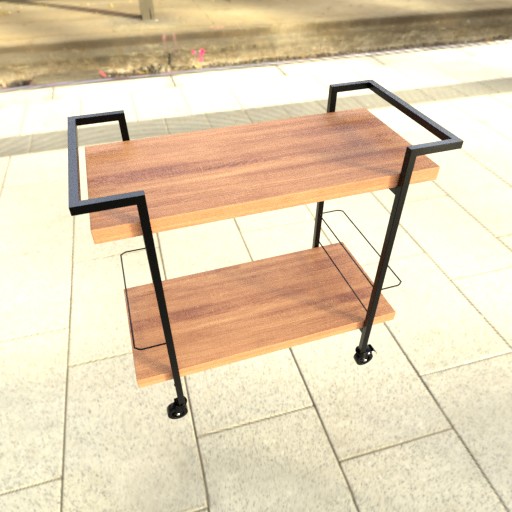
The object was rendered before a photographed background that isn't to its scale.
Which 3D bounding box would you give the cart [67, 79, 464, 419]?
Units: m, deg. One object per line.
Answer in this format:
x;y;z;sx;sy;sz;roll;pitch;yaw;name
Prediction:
0.000;0.000;1.247;0.806;0.762;0.406;-12;42;-14;cart
